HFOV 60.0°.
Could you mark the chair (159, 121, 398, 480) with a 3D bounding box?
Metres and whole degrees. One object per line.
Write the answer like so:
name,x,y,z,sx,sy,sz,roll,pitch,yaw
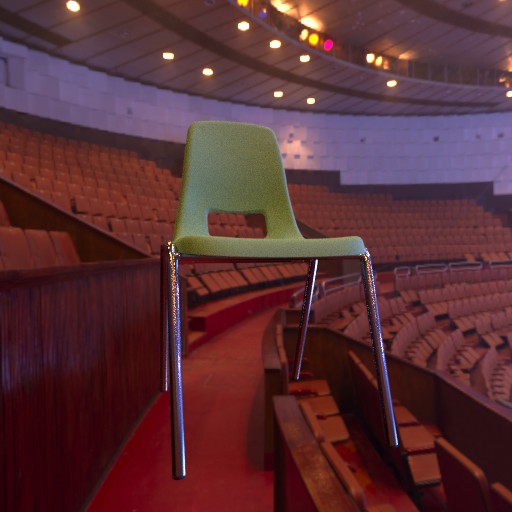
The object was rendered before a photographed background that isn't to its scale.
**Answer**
chair,0.000,0.000,0.900,0.381,0.653,0.436,0,1,-17
